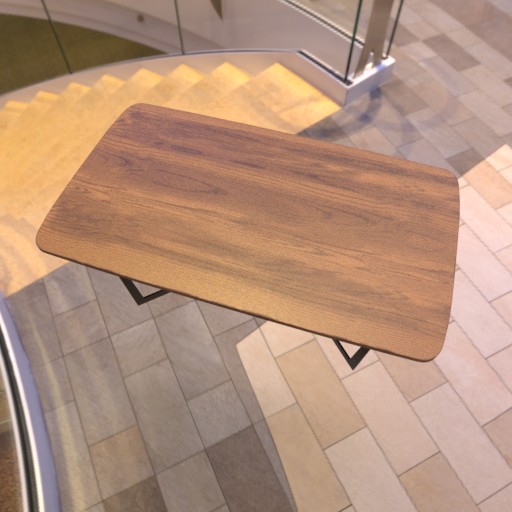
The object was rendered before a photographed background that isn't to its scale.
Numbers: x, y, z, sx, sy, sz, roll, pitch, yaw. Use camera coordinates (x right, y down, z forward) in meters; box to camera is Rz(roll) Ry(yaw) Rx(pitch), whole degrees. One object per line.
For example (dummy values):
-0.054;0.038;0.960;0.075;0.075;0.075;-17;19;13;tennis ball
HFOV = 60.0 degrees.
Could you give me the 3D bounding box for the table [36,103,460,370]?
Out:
0.000;0.000;2.187;1.643;0.765;0.949;15;59;9;table
